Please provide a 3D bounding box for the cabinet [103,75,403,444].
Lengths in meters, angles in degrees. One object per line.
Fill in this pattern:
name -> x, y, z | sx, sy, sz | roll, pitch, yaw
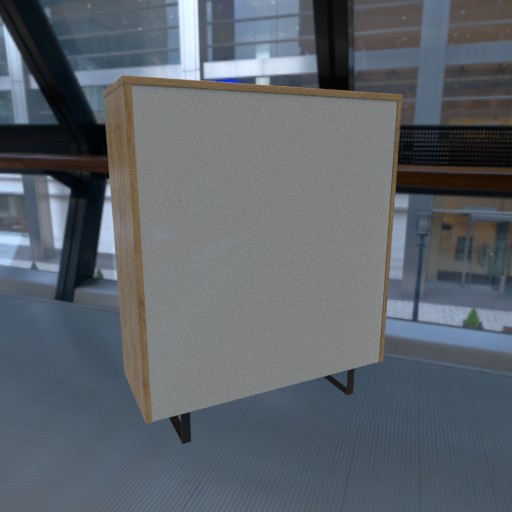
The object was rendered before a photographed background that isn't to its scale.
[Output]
cabinet -> 0.000, 0.000, 2.015 | 1.168, 1.397, 0.473 | -7, 15, -26
